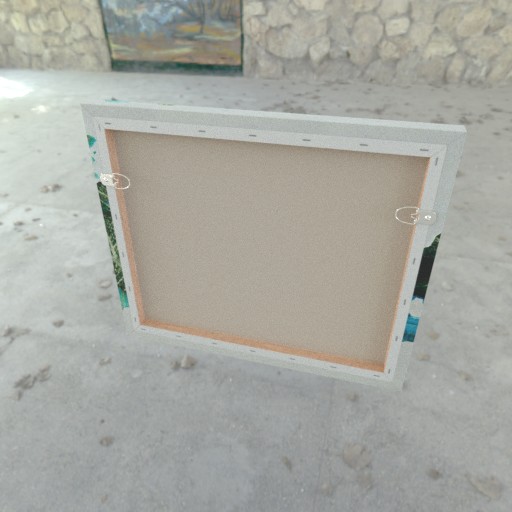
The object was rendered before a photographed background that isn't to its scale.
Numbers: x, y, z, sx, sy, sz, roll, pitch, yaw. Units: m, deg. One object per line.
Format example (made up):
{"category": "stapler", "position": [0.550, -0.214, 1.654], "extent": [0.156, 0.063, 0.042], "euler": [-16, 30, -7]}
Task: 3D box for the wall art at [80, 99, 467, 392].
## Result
{"category": "wall art", "position": [0.000, 0.000, 0.966], "extent": [0.711, 0.610, 0.043], "euler": [8, 33, 13]}
